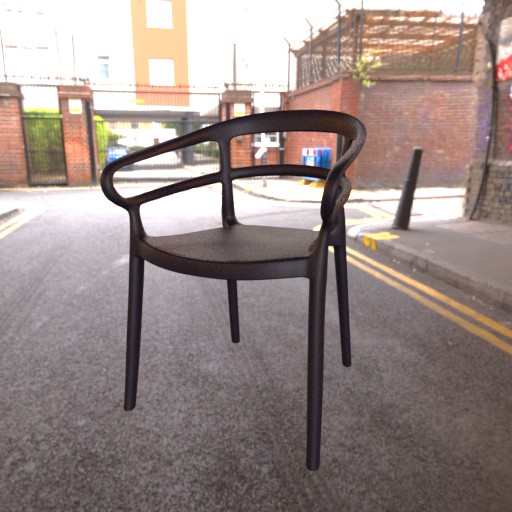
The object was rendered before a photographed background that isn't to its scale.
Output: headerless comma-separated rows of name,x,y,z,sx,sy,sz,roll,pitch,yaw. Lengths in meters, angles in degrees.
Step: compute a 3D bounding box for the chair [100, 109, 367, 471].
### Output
chair,0.000,0.000,1.151,0.559,0.761,0.527,6,15,25
